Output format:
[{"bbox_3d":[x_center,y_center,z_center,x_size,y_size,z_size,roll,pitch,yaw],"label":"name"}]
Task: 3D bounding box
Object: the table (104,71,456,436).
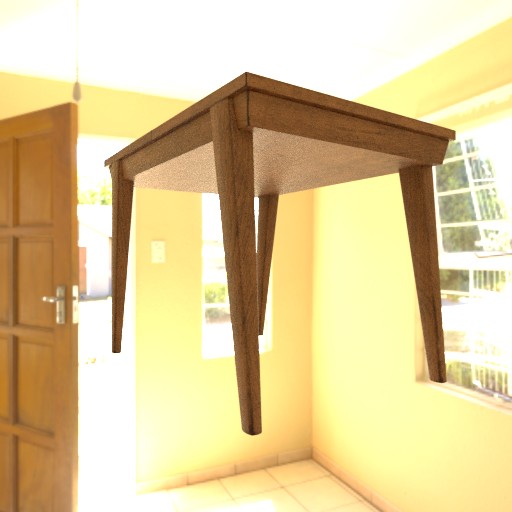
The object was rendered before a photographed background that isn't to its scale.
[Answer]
[{"bbox_3d":[0.000,0.000,1.546,0.757,0.760,1.027,0,0,-35],"label":"table"}]
